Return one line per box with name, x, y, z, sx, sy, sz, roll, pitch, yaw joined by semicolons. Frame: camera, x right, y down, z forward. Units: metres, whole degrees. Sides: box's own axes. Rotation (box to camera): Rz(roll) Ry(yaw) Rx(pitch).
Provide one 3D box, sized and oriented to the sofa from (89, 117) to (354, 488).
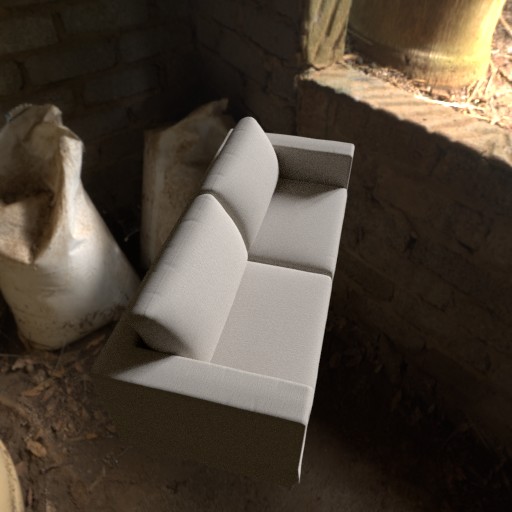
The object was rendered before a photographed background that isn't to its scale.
sofa;0.000;0.000;2.660;0.954;0.881;2.163;10;45;10
